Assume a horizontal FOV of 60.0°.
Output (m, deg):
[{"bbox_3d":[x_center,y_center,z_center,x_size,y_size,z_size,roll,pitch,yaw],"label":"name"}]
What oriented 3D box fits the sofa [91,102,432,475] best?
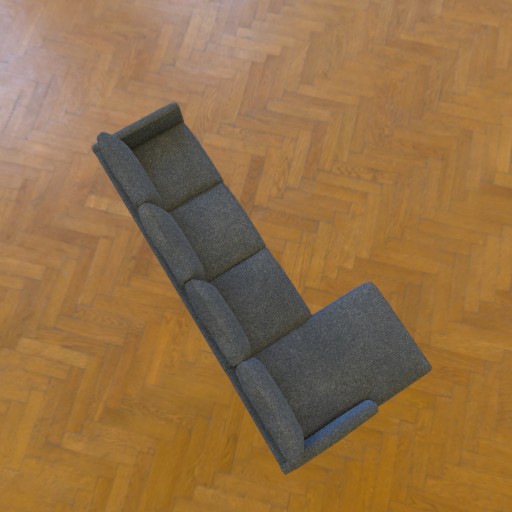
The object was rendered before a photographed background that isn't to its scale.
[{"bbox_3d":[0.000,0.000,3.541,1.350,0.810,2.932,-31,78,-8],"label":"sofa"}]
